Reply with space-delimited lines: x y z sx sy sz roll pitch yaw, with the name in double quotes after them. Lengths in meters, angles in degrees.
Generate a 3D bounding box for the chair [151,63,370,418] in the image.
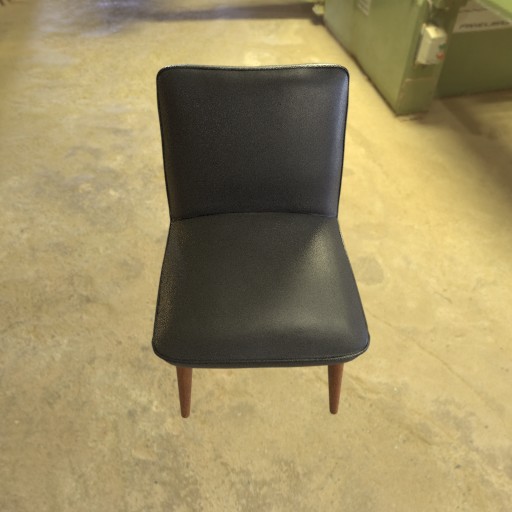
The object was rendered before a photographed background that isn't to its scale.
0.000 0.000 1.202 0.543 0.801 0.645 -4 47 -4 "chair"
